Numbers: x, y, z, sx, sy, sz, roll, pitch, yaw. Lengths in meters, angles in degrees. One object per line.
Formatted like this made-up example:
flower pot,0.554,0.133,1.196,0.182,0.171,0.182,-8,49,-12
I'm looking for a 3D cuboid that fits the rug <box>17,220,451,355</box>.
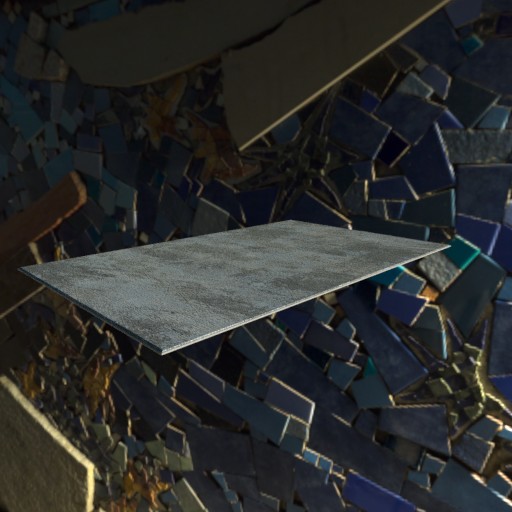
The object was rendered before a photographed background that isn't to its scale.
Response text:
rug,0.000,0.000,2.902,2.431,0.012,1.536,-13,19,-43
